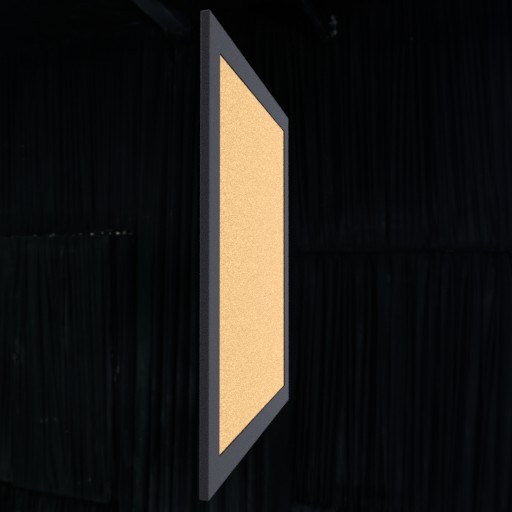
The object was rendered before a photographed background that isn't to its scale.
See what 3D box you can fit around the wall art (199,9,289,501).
[{"bbox_3d":[0.000,0.000,0.656,0.012,0.529,0.374,0,-1,17],"label":"wall art"}]
